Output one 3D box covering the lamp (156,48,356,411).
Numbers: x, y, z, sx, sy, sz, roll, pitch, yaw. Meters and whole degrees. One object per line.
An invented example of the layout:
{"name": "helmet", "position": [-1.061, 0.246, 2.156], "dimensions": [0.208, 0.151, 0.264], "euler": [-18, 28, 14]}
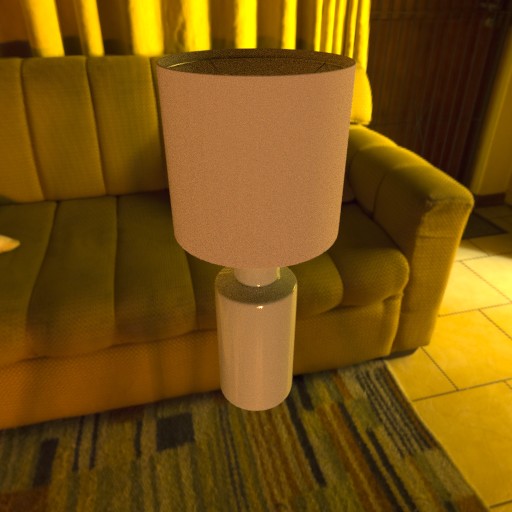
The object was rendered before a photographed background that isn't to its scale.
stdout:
{"name": "lamp", "position": [0.000, 0.000, 0.603], "dimensions": [0.212, 0.493, 0.212], "euler": [-20, 36, -29]}
